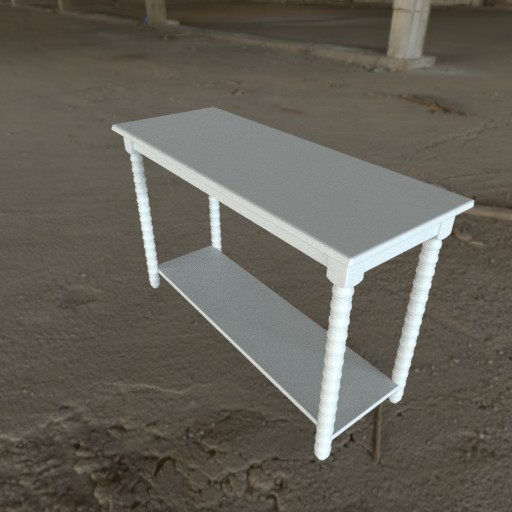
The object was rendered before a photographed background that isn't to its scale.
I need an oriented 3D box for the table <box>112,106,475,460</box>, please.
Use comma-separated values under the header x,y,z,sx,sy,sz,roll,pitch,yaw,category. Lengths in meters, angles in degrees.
x,y,z,sx,sy,sz,roll,pitch,yaw,category
0.000,0.000,1.562,0.459,0.740,1.184,-22,38,-31,table
